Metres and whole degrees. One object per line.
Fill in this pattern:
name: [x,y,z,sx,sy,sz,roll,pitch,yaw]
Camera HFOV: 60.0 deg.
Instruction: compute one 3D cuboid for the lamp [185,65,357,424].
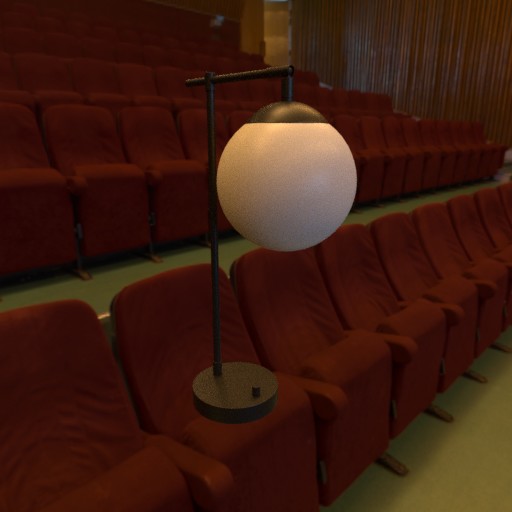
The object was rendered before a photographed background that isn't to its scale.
lamp: [0.000,0.000,0.704,0.316,0.559,0.197,14,21,42]
